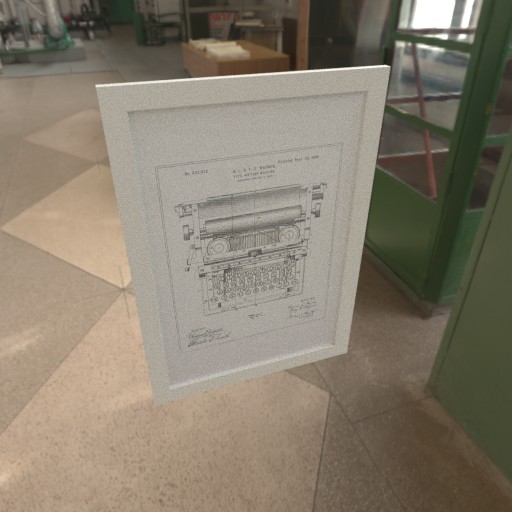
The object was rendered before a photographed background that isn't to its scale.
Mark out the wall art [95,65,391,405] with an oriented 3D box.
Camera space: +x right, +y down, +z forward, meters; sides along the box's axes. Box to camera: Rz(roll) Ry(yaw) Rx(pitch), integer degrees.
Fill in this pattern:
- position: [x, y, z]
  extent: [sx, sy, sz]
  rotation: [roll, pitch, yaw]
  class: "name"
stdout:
- position: [0.000, 0.000, 0.693]
  extent: [0.381, 0.533, 0.013]
  rotation: [-11, 34, -16]
  class: "wall art"
